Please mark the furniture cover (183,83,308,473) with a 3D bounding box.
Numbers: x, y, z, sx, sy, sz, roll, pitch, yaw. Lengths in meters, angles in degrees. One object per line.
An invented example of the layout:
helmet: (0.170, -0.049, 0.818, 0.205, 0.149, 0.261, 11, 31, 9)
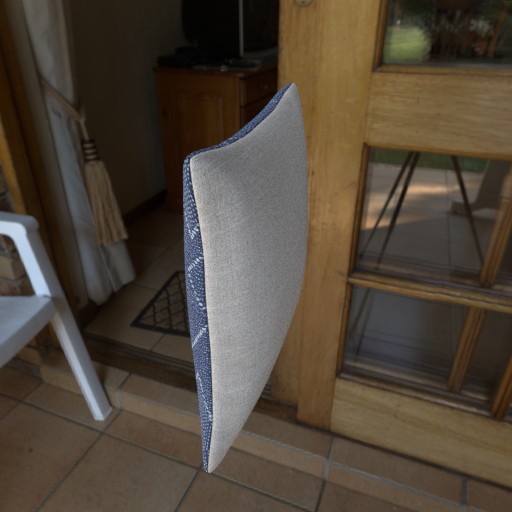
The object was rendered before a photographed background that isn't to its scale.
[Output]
furniture cover: (0.000, 0.000, 0.777, 0.162, 0.503, 0.511, 8, 31, 14)
